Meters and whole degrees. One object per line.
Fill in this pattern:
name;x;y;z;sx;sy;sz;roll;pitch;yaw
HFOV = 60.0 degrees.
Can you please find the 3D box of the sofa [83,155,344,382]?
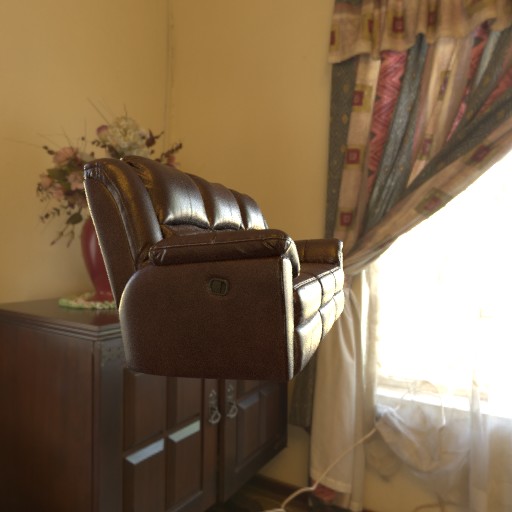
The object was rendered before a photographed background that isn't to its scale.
sofa;0.000;0.000;2.896;0.991;1.043;2.337;0;1;16
